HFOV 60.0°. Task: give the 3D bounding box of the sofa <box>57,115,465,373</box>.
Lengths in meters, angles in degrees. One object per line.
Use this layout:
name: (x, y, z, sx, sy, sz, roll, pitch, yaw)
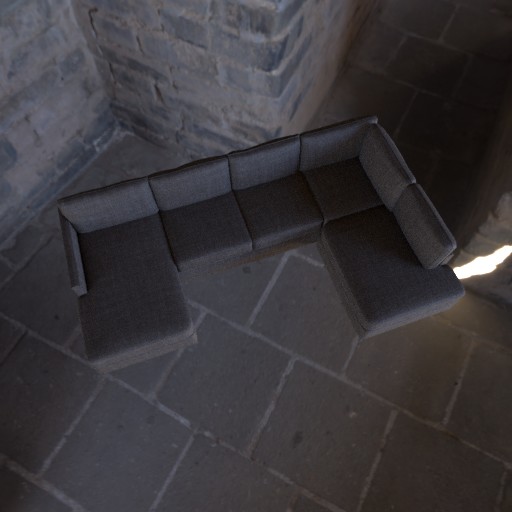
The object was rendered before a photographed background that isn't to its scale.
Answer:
sofa: (0.000, 0.000, 4.283, 3.423, 0.999, 2.048, -17, 64, -9)
